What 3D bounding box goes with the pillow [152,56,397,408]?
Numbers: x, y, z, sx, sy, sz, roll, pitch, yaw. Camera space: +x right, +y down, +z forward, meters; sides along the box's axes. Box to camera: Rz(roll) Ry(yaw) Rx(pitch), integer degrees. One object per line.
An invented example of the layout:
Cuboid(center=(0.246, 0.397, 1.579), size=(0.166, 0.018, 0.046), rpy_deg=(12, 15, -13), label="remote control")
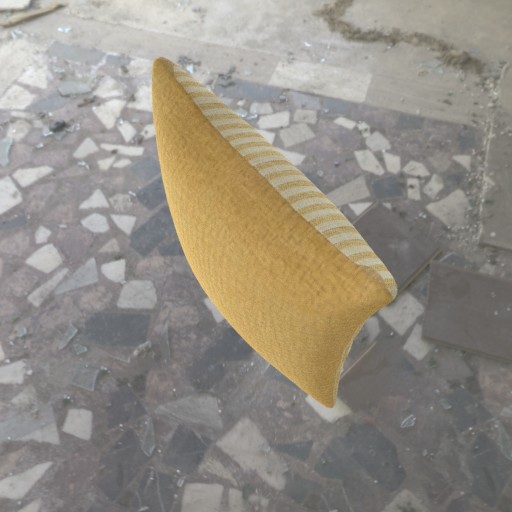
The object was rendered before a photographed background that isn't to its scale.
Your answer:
Cuboid(center=(0.000, 0.000, 0.637), size=(0.173, 0.407, 0.419), rpy_deg=(-32, 64, -18), label="pillow")
